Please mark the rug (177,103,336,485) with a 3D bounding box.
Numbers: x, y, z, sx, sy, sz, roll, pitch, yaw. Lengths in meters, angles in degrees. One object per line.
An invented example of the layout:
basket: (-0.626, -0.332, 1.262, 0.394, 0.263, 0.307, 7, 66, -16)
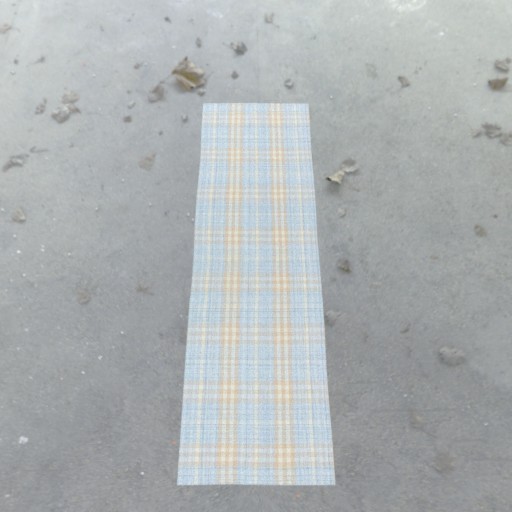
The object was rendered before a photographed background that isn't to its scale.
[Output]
rug: (0.000, 0.000, 2.651, 0.762, 0.013, 2.439, 0, 64, 0)
